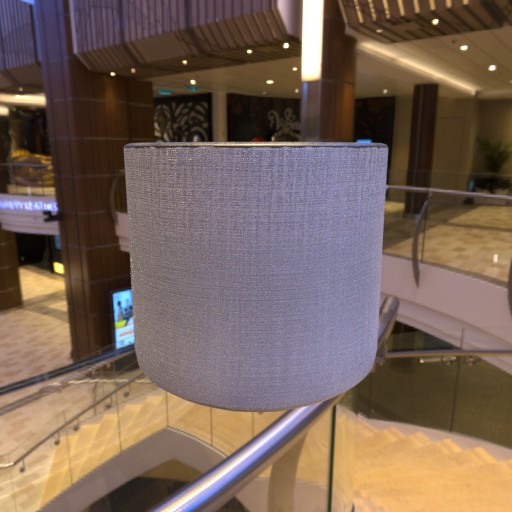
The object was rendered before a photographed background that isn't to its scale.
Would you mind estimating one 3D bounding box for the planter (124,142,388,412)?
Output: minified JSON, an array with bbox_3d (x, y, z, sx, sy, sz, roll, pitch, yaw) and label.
[{"bbox_3d":[0.000,0.000,0.227,0.125,0.112,0.125,0,14,0],"label":"planter"}]
